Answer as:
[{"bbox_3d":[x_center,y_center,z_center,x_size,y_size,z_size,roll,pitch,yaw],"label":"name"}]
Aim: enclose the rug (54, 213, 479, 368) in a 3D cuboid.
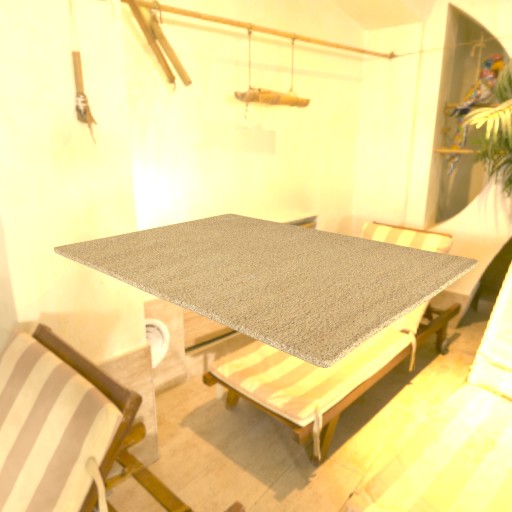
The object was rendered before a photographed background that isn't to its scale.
[{"bbox_3d":[0.000,0.000,2.060,1.600,0.025,1.199,15,22,41],"label":"rug"}]
